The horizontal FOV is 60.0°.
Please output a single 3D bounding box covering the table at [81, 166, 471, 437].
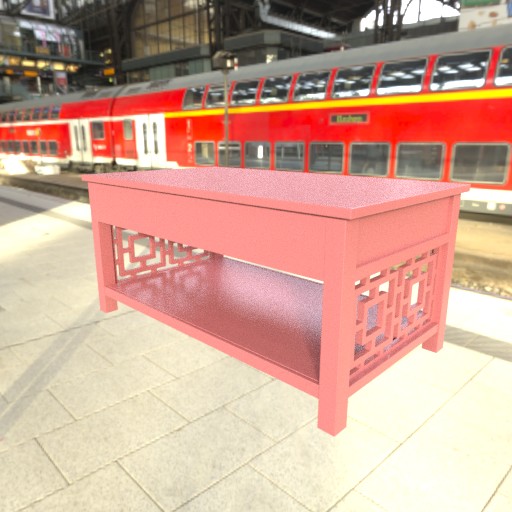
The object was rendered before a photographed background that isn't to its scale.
[{"bbox_3d":[0.000,0.000,1.431,1.068,0.493,0.612,14,20,42],"label":"table"}]
